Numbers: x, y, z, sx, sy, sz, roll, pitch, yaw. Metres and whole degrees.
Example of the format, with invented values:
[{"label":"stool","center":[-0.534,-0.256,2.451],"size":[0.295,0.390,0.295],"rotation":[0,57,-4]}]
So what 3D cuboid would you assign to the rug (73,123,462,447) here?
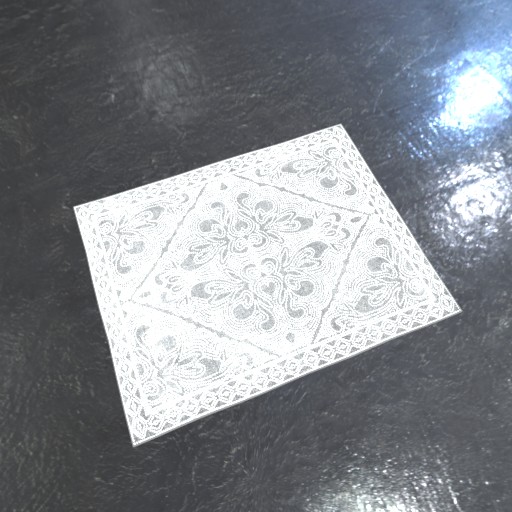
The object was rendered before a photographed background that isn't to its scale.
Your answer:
[{"label":"rug","center":[0.000,0.000,4.230],"size":[3.048,0.012,2.438],"rotation":[-19,64,-10]}]
